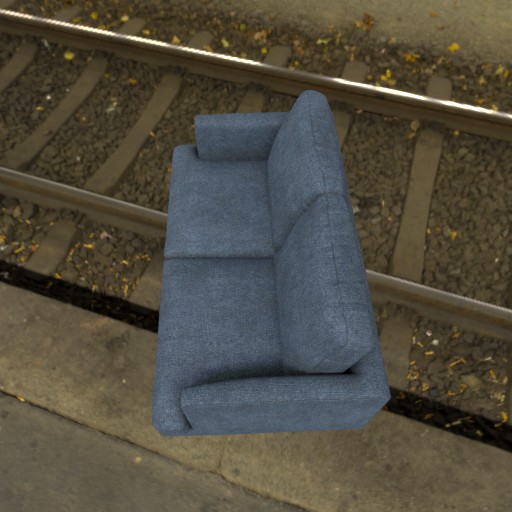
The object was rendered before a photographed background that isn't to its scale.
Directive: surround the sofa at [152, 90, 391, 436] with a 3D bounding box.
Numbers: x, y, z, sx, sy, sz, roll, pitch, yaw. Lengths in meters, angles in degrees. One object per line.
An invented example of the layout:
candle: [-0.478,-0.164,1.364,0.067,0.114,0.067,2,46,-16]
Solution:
sofa: [0.000,0.000,2.160,0.903,0.944,1.582,-2,57,-1]
